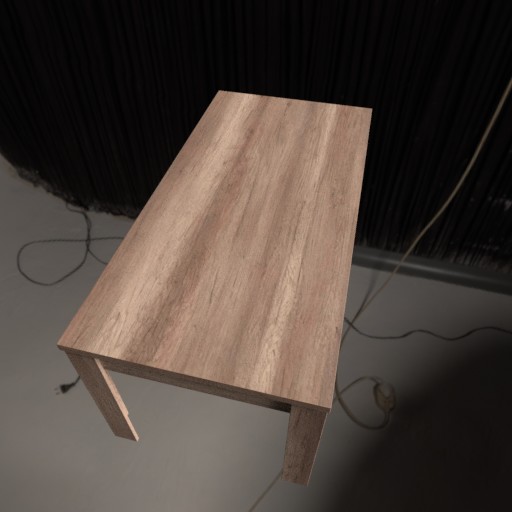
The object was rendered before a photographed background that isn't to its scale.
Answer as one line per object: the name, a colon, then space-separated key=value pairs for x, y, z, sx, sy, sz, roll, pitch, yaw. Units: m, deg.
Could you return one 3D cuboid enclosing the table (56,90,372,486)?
table: x=0.000 y=0.000 z=2.259 sx=0.900 sy=0.790 sz=1.800 roll=10 pitch=48 yaw=9
